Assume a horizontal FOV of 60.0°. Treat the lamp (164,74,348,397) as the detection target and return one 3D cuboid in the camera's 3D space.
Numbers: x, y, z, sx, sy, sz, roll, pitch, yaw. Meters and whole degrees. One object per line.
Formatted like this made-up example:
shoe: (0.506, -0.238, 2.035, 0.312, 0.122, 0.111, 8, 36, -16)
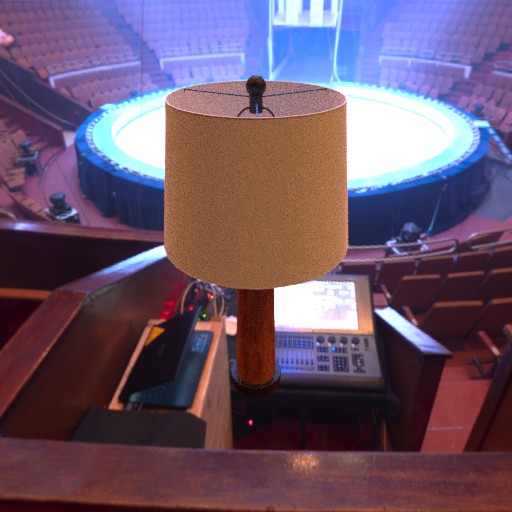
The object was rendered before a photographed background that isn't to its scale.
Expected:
lamp: (0.000, 0.000, 0.871, 0.349, 0.667, 0.349, 0, 31, 0)
